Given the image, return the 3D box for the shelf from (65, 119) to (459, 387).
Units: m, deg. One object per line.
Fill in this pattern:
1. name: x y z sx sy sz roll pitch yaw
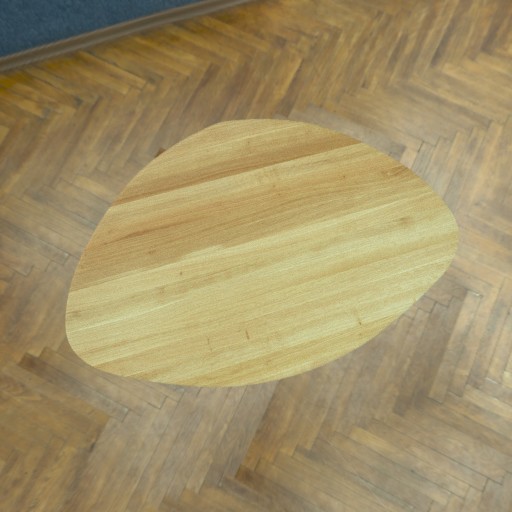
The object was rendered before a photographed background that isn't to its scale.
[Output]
1. shelf: 0.000 0.000 1.596 1.246 0.440 0.845 -16 78 -4
